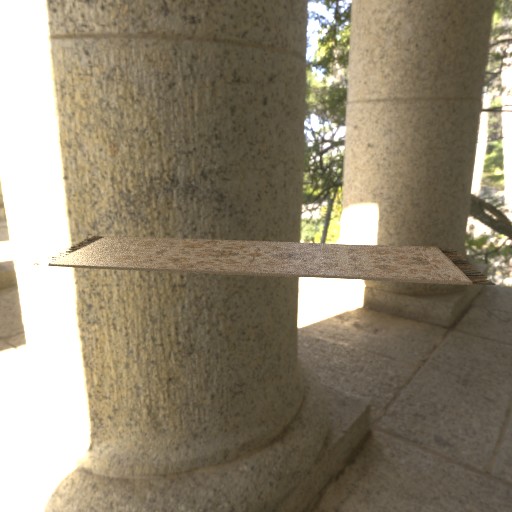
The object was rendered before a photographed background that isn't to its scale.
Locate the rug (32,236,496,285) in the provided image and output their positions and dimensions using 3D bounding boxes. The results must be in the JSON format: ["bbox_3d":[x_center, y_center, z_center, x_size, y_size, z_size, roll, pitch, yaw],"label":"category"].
[{"bbox_3d":[0.000,0.000,2.639,2.438,0.021,0.729,2,16,8],"label":"rug"}]
